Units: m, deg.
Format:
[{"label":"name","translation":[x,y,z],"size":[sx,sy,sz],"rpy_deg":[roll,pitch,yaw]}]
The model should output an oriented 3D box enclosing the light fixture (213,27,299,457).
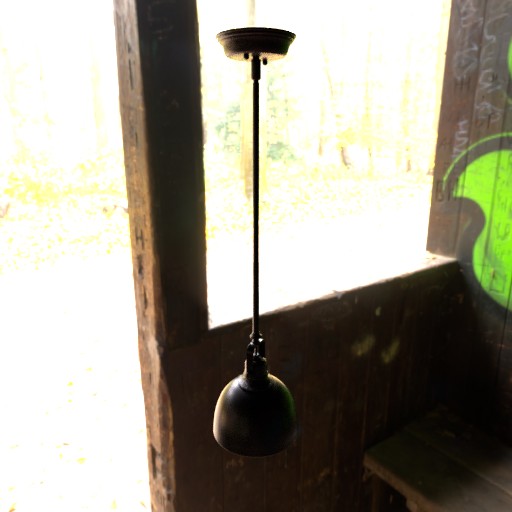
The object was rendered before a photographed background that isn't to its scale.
[{"label":"light fixture","translation":[0.000,0.000,0.849],"size":[0.182,0.768,0.182],"rpy_deg":[7,17,25]}]
